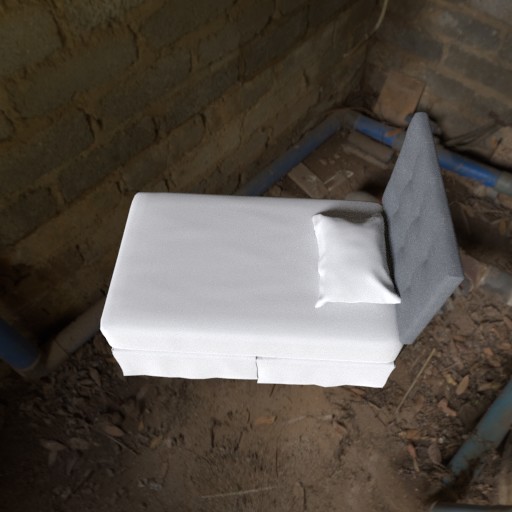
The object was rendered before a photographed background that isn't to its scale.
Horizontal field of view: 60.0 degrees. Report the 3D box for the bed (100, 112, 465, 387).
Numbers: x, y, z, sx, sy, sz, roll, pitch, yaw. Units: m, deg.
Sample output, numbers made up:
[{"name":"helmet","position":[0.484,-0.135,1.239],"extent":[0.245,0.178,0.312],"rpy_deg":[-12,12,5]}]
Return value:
[{"name":"bed","position":[0.000,0.000,2.989],"extent":[1.997,1.571,1.261],"rpy_deg":[3,58,2]}]
